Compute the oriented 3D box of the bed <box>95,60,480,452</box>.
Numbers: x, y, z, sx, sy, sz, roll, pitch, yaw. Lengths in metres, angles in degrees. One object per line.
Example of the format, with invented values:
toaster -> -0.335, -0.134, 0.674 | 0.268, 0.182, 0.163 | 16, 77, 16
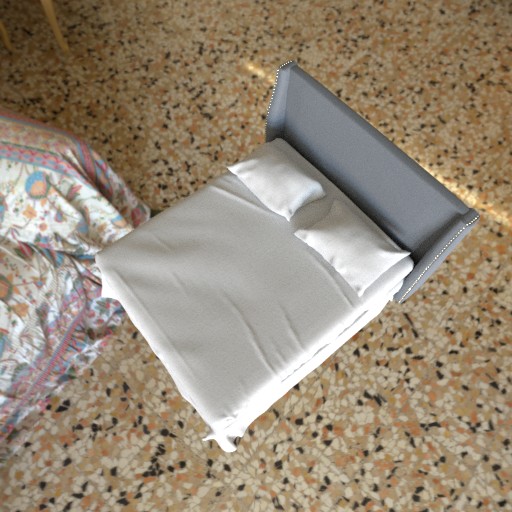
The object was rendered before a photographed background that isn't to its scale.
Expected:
bed -> 0.000, 0.000, 3.473 | 2.276, 1.332, 1.925 | -36, 69, -16
